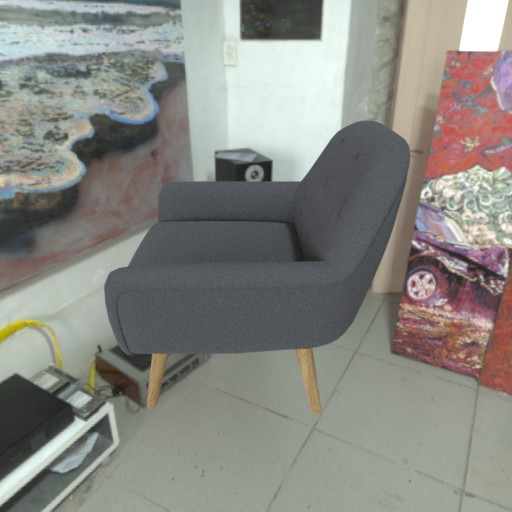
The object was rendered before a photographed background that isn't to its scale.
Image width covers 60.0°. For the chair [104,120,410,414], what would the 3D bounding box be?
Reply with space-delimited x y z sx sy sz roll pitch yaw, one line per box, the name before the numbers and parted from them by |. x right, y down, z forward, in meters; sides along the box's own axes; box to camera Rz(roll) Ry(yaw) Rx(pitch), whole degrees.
chair | 0.000 0.000 1.413 0.779 0.800 0.770 0 26 0
